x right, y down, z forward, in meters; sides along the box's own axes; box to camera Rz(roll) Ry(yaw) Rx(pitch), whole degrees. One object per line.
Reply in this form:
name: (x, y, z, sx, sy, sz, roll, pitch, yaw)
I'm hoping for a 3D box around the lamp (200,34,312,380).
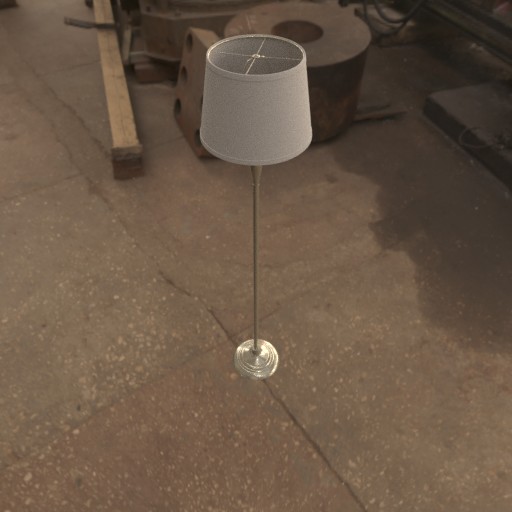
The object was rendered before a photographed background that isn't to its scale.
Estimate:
lamp: (0.000, 0.000, 1.678, 0.327, 1.506, 0.327, -25, 51, -22)
